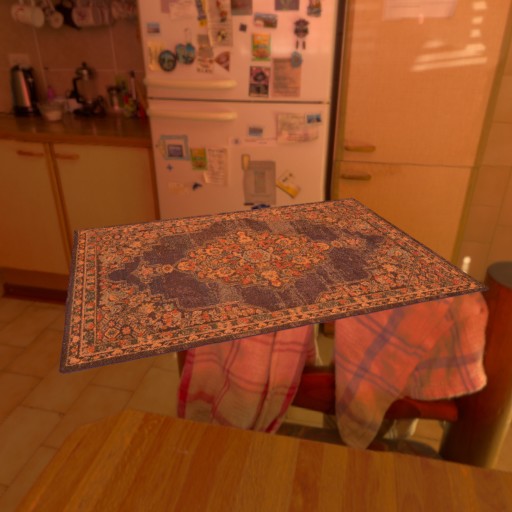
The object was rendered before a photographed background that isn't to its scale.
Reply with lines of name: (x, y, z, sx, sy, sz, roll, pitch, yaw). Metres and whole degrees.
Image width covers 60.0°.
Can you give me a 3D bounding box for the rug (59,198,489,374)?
rug: (0.000, 0.000, 3.700, 2.940, 0.011, 2.053, -8, 28, -16)
